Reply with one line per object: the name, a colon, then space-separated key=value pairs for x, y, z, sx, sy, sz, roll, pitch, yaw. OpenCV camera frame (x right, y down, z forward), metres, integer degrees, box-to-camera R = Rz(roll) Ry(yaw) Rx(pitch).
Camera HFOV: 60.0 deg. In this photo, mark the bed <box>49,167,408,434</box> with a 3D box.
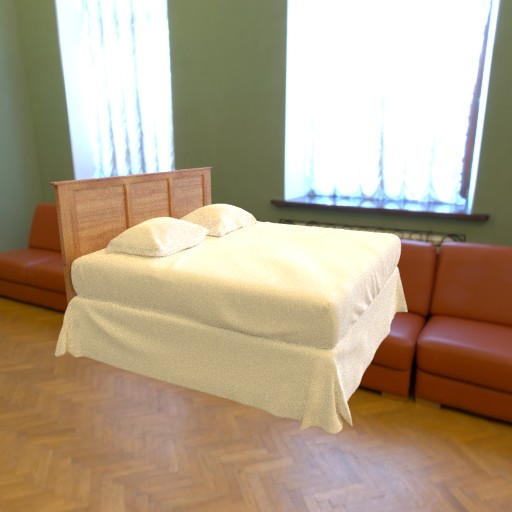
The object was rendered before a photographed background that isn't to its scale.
bed: x=0.000 y=0.000 z=3.630 sx=2.215 sy=1.270 sz=2.317 roll=7 pitch=16 yaw=26
